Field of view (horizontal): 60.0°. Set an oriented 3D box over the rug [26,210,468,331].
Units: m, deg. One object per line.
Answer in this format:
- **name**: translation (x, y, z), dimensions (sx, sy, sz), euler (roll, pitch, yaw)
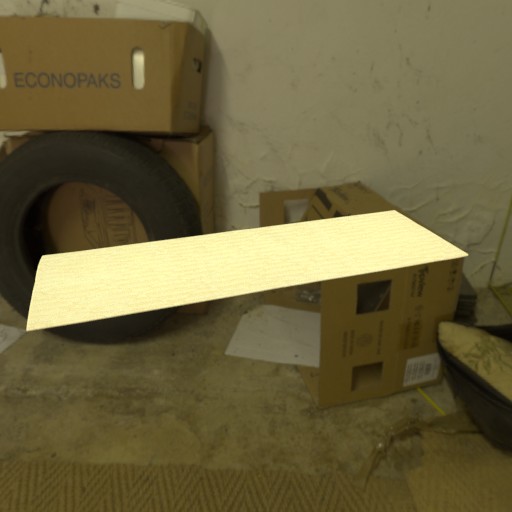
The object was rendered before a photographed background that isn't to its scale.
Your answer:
- **rug**: translation (0.000, 0.000, 2.653), dimensions (2.450, 0.014, 0.793), euler (-8, 28, -16)
